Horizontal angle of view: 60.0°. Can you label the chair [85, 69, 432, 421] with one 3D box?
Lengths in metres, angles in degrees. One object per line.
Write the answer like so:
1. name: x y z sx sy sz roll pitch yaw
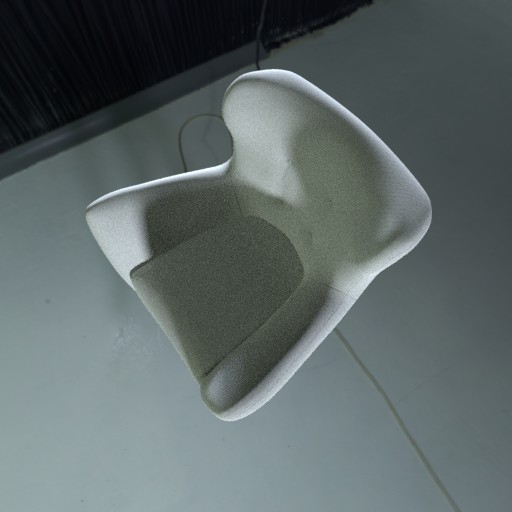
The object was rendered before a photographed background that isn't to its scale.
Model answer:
1. chair: 0.000 0.000 1.641 0.889 0.889 0.890 -34 69 -15
